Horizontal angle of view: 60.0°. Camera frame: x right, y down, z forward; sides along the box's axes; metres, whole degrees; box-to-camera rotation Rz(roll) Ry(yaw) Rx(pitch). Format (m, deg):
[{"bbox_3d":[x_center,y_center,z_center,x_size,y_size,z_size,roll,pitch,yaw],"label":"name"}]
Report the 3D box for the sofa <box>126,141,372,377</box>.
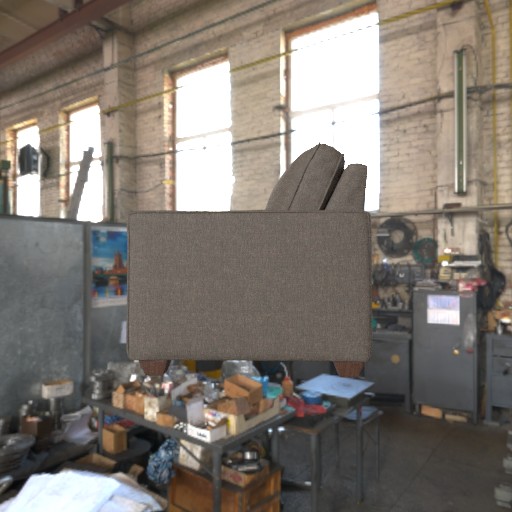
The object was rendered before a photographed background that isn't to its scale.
[{"bbox_3d":[0.000,0.000,2.628,0.940,0.919,2.080,0,-1,2],"label":"sofa"}]
